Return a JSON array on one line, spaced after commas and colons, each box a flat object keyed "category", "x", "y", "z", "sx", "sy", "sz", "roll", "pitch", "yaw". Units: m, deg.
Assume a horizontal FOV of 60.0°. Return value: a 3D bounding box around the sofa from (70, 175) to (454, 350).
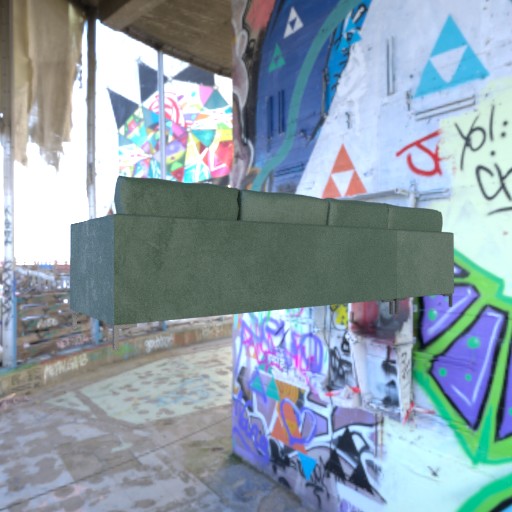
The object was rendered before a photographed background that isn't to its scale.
[{"category": "sofa", "x": 0.000, "y": 0.000, "z": 4.170, "sx": 3.384, "sy": 0.996, "sz": 2.048, "roll": 0, "pitch": 0, "yaw": -36}]
